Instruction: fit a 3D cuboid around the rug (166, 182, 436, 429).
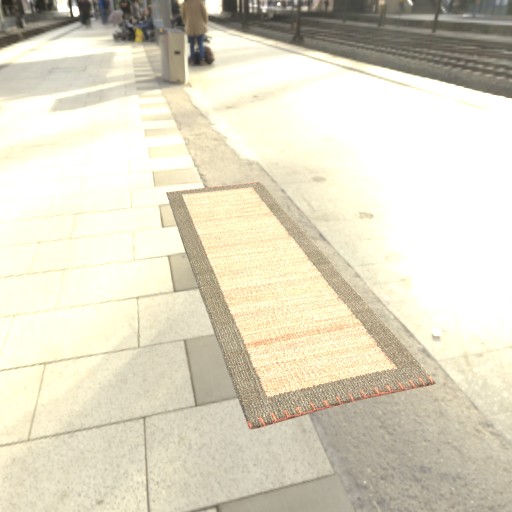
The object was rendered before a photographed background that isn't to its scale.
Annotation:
[{"bbox_3d":[0.000,0.000,2.703,0.810,0.016,2.413,-8,31,-14],"label":"rug"}]
